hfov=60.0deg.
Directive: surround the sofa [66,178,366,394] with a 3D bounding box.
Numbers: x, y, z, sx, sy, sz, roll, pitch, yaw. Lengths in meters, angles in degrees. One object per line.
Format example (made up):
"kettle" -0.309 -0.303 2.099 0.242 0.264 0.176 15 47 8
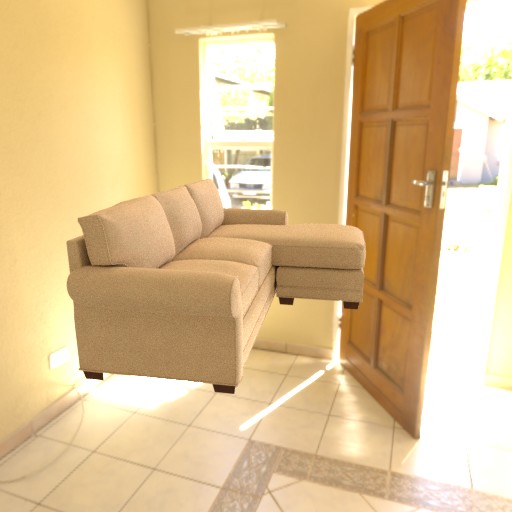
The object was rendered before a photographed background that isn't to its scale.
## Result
"sofa" 0.000 0.000 2.451 1.226 0.734 1.770 3 15 10
